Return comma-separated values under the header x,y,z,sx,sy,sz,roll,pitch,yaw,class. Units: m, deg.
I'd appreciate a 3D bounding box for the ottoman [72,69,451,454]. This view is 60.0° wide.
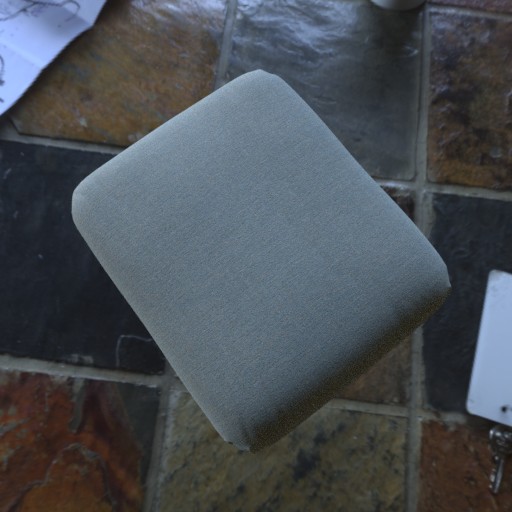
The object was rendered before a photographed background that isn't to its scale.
x,y,z,sx,sy,sz,roll,pitch,yaw,class
0.000,0.000,1.143,0.622,0.450,0.747,-36,79,-8,ottoman
